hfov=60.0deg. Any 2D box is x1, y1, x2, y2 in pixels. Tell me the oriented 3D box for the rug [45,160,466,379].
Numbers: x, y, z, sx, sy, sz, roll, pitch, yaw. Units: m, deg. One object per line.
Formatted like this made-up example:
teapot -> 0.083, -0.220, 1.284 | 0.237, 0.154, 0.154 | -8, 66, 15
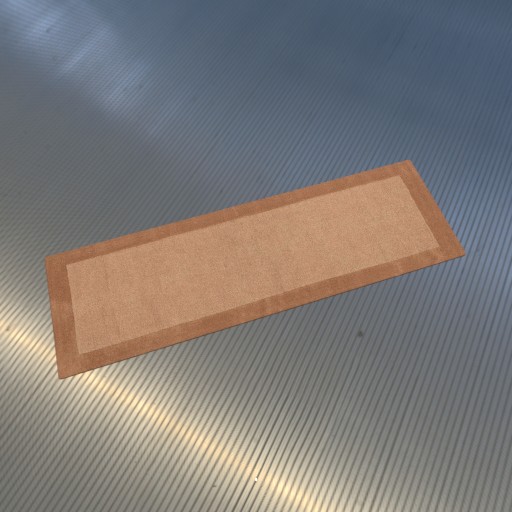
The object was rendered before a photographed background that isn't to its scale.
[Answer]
rug -> 0.000, 0.000, 2.682 | 2.439, 0.017, 0.764 | -16, 64, -8
